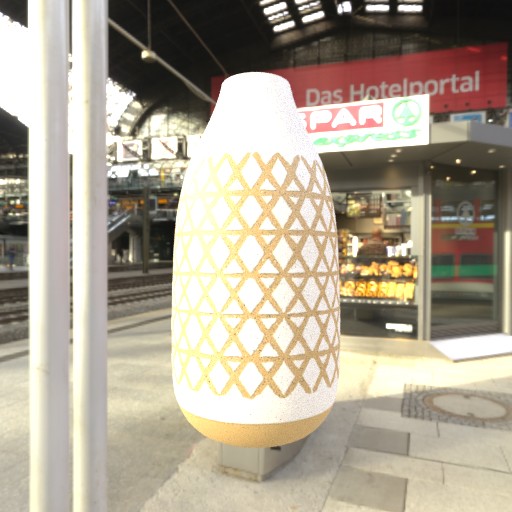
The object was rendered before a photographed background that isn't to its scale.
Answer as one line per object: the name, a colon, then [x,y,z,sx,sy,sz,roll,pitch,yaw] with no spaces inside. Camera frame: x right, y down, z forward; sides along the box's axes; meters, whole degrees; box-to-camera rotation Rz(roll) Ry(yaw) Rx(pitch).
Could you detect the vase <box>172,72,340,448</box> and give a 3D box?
vase: [0.000,0.000,0.496,0.186,0.380,0.186,0,0,0]
